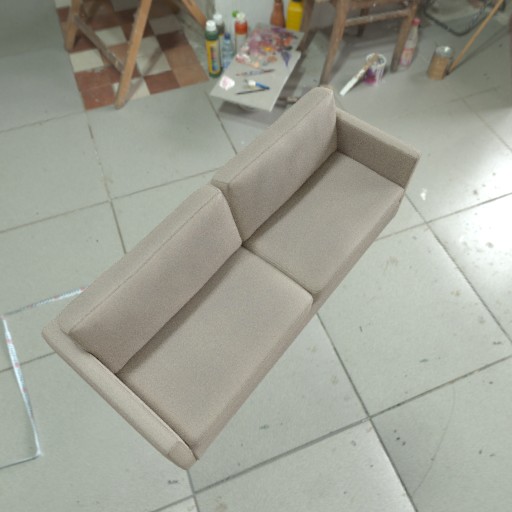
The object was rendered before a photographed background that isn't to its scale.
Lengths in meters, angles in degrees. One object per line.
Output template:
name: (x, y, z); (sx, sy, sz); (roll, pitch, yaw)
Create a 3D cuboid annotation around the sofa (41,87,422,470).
sofa: (0.000, 0.000, 2.779); (0.951, 0.968, 2.361); (35, 65, 19)
